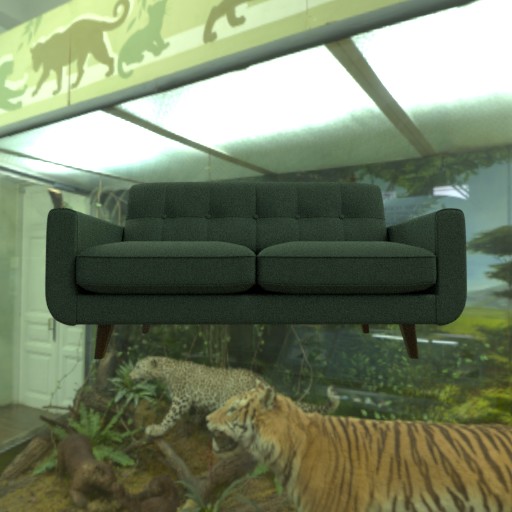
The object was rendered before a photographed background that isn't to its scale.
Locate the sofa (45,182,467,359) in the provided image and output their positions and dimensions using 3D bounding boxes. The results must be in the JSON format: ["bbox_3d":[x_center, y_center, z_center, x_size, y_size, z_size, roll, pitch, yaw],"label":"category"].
[{"bbox_3d":[0.000,0.000,2.134,1.631,0.841,0.909,0,-2,0],"label":"sofa"}]
